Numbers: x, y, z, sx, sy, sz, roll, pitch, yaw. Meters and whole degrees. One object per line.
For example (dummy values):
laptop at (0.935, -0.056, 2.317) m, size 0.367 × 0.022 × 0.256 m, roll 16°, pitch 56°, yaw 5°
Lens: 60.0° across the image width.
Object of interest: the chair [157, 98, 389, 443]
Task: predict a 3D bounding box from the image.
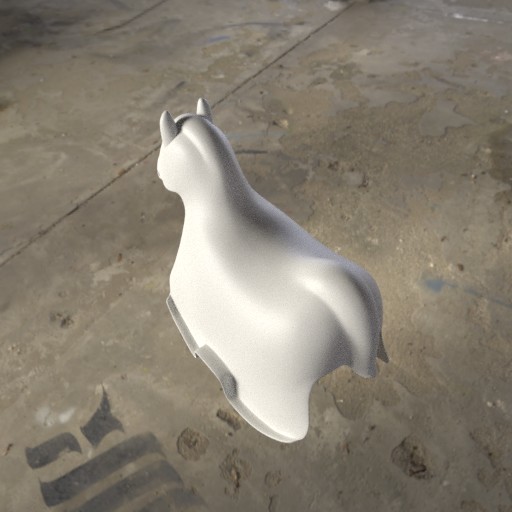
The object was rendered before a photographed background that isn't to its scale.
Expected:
chair at (0.000, 0.000, 1.128) m, size 0.429 × 0.612 × 0.800 m, roll -31°, pitch 53°, yaw -27°
